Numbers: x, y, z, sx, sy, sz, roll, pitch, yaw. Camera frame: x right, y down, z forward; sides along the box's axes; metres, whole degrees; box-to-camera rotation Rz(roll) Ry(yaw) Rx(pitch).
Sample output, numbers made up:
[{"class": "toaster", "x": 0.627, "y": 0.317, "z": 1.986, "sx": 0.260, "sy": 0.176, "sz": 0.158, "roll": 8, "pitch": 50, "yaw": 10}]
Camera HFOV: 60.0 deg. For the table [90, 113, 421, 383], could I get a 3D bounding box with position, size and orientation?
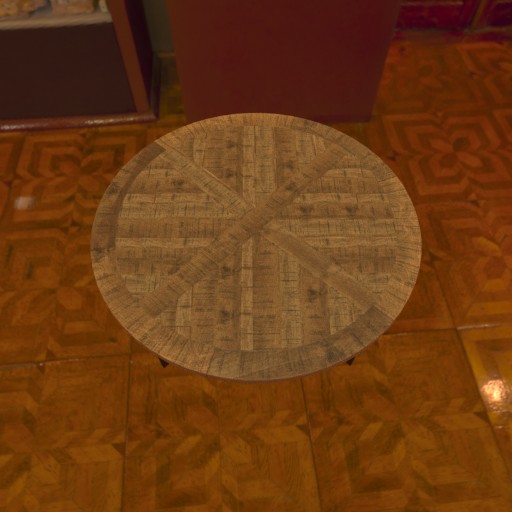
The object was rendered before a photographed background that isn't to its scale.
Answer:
[{"class": "table", "x": 0.000, "y": 0.000, "z": 1.939, "sx": 1.264, "sy": 0.516, "sz": 1.264, "roll": 0, "pitch": 57, "yaw": 0}]
